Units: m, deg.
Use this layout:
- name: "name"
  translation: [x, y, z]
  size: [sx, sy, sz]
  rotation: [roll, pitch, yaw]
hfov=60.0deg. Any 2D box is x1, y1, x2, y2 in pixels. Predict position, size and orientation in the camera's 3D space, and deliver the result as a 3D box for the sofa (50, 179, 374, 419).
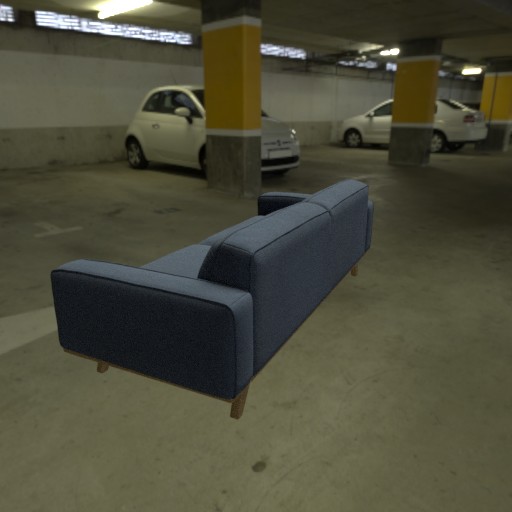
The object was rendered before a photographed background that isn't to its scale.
- name: "sofa"
  translation: [0.000, 0.000, 2.768]
  size: [0.953, 0.782, 2.270]
  rotation: [9, 20, 25]
